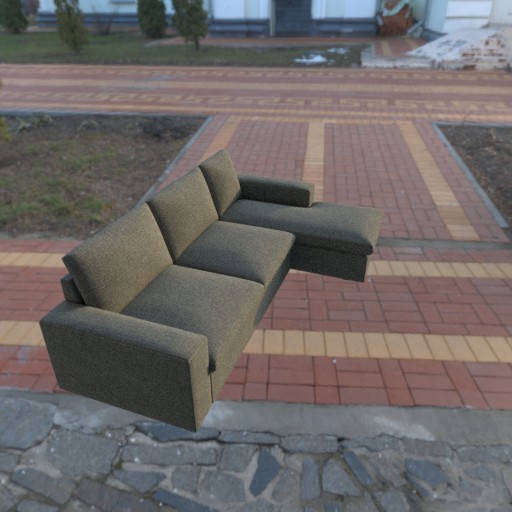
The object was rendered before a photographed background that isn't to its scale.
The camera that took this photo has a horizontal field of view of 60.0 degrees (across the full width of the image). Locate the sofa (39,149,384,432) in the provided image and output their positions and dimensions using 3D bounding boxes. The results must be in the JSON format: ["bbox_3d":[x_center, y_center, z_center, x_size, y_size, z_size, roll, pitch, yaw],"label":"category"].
[{"bbox_3d":[0.000,0.000,3.474,1.689,0.940,2.718,10,32,17],"label":"sofa"}]
